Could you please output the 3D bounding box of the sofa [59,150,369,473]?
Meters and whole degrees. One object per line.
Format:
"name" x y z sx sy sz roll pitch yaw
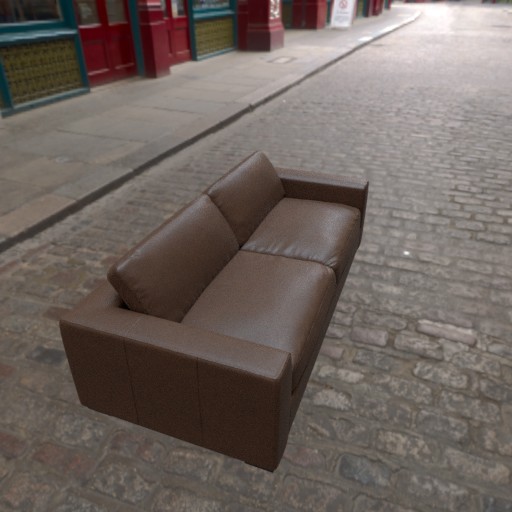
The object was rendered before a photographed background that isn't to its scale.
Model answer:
"sofa" 0.000 0.000 2.789 1.070 0.801 2.262 11 32 18
